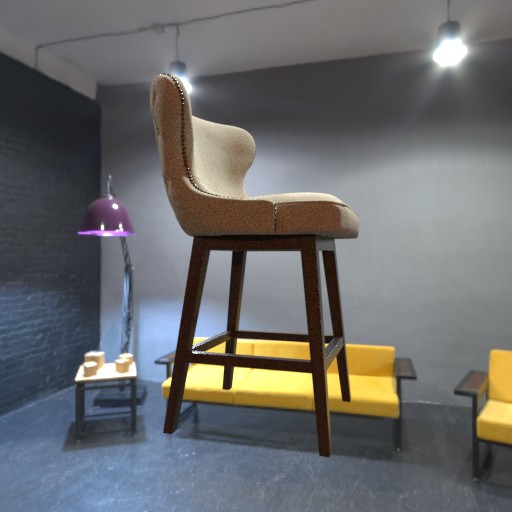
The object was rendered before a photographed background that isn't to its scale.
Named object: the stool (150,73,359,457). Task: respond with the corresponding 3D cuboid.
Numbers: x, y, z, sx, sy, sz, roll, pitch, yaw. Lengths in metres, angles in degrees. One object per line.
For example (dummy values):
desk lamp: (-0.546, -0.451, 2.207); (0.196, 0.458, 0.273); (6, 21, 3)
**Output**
stool: (0.000, 0.000, 1.366); (0.597, 0.972, 0.615); (0, 0, 18)
